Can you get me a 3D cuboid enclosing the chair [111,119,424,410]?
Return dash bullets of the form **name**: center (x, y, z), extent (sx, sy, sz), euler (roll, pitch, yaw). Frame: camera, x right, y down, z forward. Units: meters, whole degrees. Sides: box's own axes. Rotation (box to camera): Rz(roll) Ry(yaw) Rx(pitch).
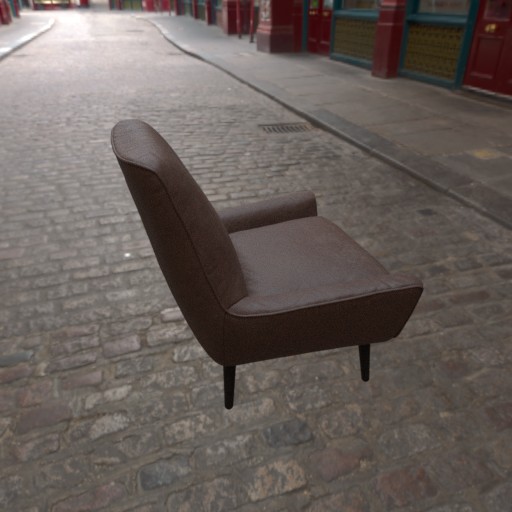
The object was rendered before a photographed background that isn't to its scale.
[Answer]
- **chair**: center (0.000, 0.000, 1.521), extent (0.824, 0.888, 0.787), euler (-10, 31, -16)
